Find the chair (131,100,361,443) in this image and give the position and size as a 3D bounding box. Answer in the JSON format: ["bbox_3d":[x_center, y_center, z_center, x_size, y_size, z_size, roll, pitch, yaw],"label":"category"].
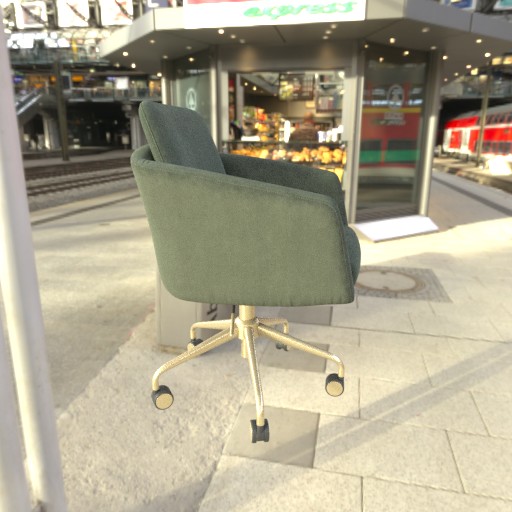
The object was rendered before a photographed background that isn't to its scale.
[{"bbox_3d":[0.000,0.000,1.388,0.635,0.908,0.641,3,15,10],"label":"chair"}]
